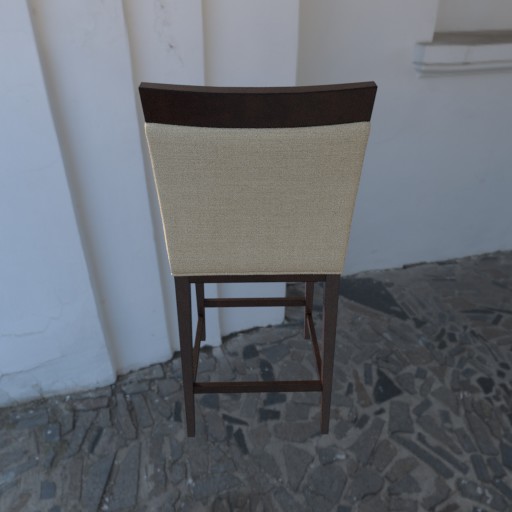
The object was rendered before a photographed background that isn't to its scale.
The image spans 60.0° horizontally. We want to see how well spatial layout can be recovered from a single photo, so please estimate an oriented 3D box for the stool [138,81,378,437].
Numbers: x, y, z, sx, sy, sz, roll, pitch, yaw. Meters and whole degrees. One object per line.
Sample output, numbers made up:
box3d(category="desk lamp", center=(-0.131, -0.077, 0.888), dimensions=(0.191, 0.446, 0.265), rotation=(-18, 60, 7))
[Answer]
box3d(category="stool", center=(0.000, 0.000, 1.418), dimensions=(0.511, 1.117, 0.531), rotation=(-1, 31, -1))
